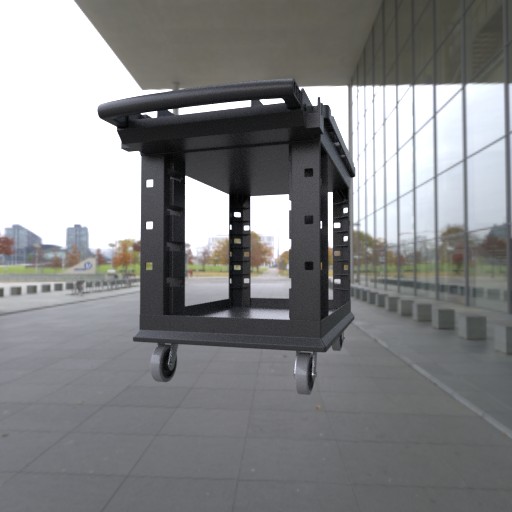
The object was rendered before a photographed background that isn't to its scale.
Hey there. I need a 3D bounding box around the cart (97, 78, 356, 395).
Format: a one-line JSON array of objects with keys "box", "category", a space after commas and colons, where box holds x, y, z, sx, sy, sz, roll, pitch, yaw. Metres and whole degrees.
[{"box": [0.000, 0.000, 1.738, 0.674, 0.884, 1.239, -1, -2, 18], "category": "cart"}]
